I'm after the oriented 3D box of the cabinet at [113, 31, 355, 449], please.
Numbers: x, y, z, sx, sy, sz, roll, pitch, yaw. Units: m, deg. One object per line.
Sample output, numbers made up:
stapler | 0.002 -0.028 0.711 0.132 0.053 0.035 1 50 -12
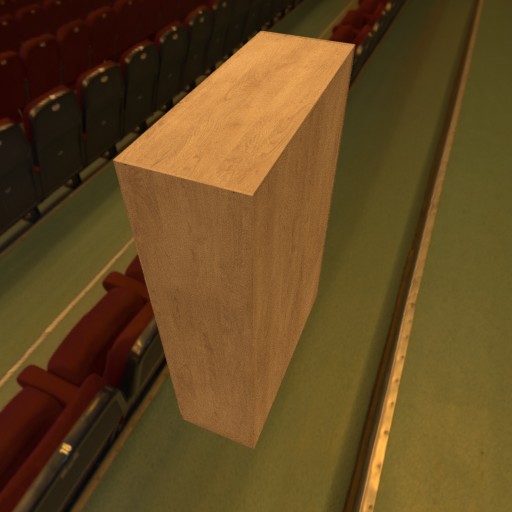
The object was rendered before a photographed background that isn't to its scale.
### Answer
cabinet | 0.000 0.000 2.480 0.510 1.910 1.290 16 48 16
